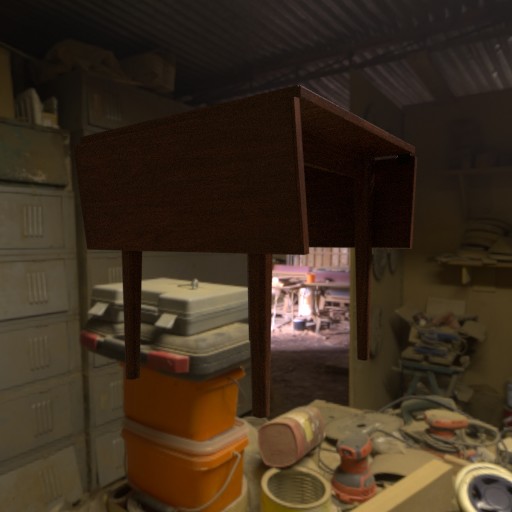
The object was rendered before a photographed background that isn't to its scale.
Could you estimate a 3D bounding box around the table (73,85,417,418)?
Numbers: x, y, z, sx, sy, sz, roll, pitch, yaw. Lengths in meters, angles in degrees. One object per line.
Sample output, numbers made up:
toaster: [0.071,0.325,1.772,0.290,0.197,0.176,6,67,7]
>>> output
table: [0.000,0.000,1.499,0.812,0.763,0.843,2,3,36]
